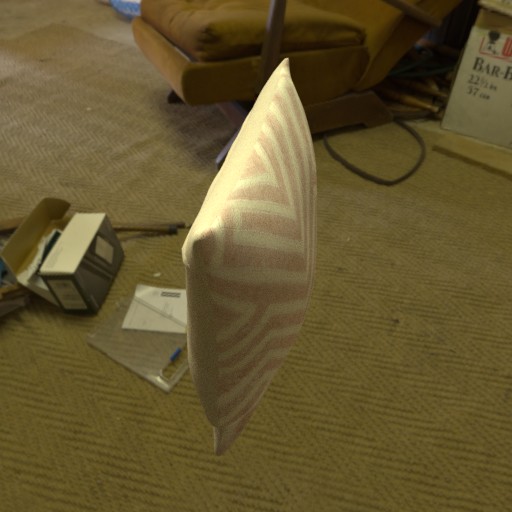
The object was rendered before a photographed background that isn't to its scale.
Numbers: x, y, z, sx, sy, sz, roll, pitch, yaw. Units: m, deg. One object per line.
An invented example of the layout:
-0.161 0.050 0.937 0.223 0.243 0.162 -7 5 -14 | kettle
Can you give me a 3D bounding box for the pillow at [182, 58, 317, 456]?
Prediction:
0.000 0.000 0.669 0.182 0.441 0.440 9 45 9 | pillow
